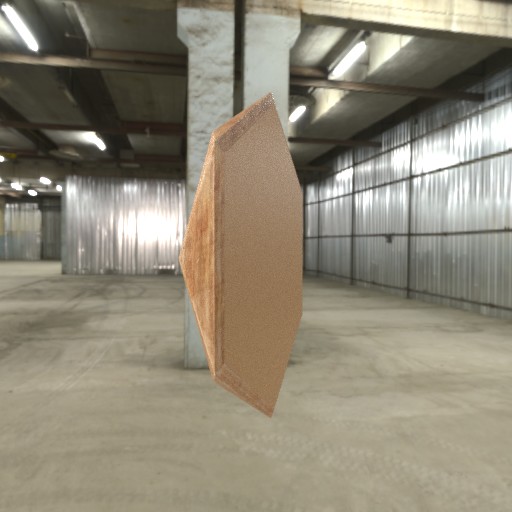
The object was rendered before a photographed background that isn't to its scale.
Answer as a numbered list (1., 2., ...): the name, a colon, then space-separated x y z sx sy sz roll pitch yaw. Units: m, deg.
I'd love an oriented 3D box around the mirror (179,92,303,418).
1. mirror: 0.000 0.000 1.068 0.091 0.779 0.675 0 1 18
